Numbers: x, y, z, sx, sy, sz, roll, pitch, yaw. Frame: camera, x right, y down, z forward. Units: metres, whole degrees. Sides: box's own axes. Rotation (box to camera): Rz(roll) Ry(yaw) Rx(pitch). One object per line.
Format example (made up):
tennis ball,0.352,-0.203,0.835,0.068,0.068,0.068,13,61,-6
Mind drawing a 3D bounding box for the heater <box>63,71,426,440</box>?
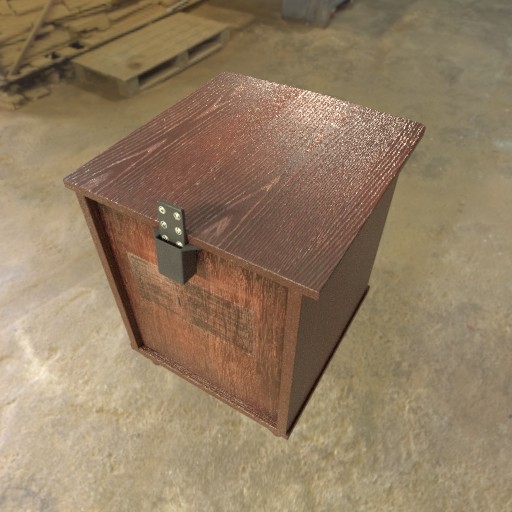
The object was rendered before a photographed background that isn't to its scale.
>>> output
heater,0.000,0.000,0.755,0.362,0.481,0.400,24,51,21
